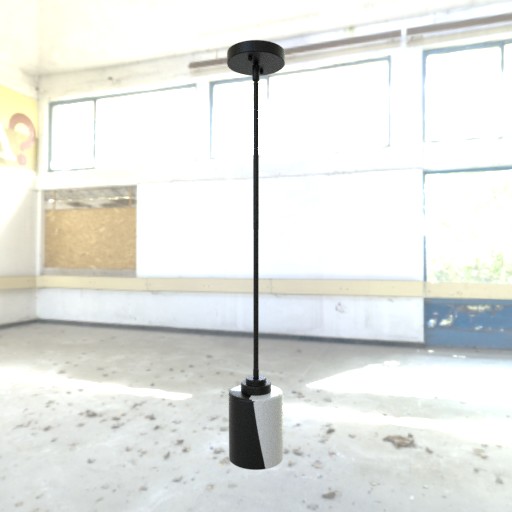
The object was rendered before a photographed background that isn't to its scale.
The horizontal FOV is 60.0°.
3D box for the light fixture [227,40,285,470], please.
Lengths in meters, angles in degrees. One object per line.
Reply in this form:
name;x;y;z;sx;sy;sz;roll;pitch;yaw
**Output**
light fixture;0.000;0.000;0.949;0.123;0.863;0.123;0;0;19
